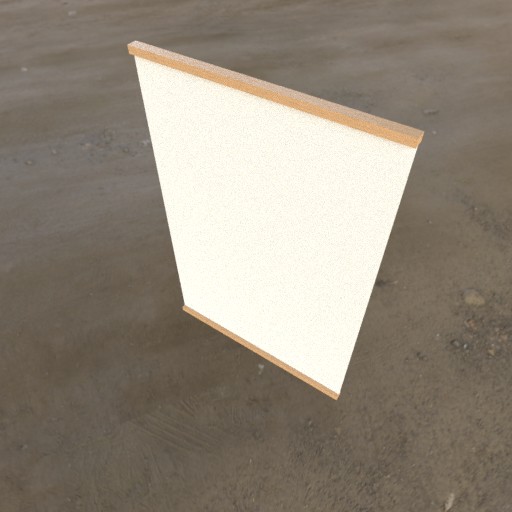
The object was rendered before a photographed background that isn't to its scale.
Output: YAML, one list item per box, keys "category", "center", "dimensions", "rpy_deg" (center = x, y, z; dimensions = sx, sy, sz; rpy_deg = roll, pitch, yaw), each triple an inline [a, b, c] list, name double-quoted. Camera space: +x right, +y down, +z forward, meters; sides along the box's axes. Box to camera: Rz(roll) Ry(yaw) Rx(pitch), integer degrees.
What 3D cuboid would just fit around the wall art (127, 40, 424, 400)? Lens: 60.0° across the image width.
- category: "wall art"
  center: [0.000, 0.000, 1.250]
  dimensions: [0.669, 1.020, 0.027]
  rpy_deg: [26, 53, 22]
